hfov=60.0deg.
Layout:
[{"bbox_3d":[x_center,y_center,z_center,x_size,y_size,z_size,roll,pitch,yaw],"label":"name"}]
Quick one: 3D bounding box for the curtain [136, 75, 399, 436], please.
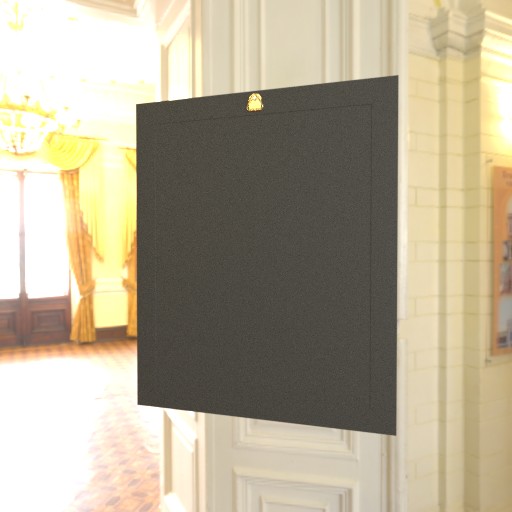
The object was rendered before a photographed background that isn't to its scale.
[{"bbox_3d":[0.000,0.000,0.795,0.483,0.585,0.027,0,1,17],"label":"curtain"}]
